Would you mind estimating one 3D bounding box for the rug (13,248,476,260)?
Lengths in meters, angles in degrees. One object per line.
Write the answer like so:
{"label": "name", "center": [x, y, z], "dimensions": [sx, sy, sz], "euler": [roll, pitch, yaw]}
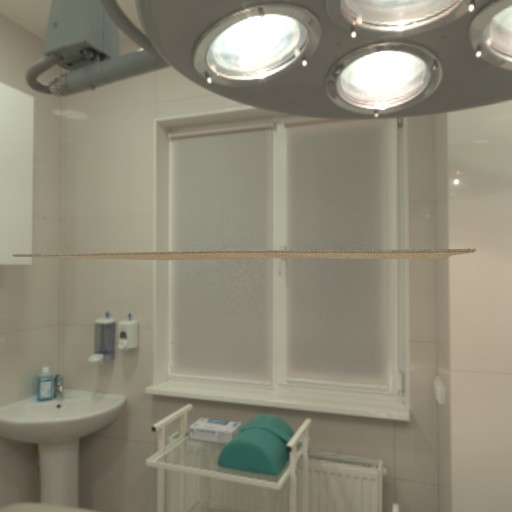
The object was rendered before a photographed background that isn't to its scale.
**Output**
{"label": "rug", "center": [0.000, 0.000, 2.827], "dimensions": [2.346, 0.029, 1.574], "euler": [0, -1, 20]}
